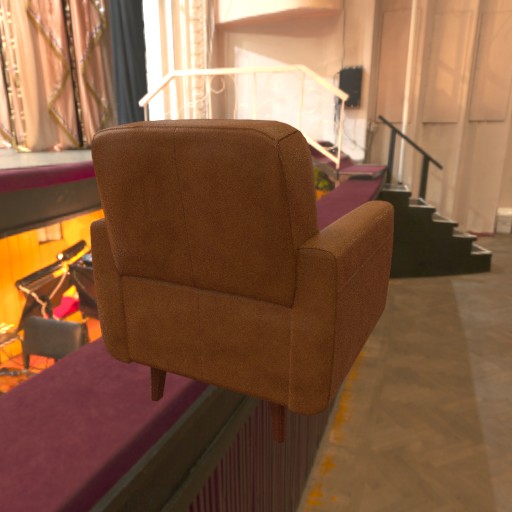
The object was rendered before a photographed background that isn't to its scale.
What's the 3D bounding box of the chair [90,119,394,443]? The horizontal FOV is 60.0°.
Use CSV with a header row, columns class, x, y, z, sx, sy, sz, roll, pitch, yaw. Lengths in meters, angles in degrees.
class,x,y,z,sx,sy,sz,roll,pitch,yaw
chair,0.000,0.000,1.643,0.845,0.968,0.942,8,19,25
